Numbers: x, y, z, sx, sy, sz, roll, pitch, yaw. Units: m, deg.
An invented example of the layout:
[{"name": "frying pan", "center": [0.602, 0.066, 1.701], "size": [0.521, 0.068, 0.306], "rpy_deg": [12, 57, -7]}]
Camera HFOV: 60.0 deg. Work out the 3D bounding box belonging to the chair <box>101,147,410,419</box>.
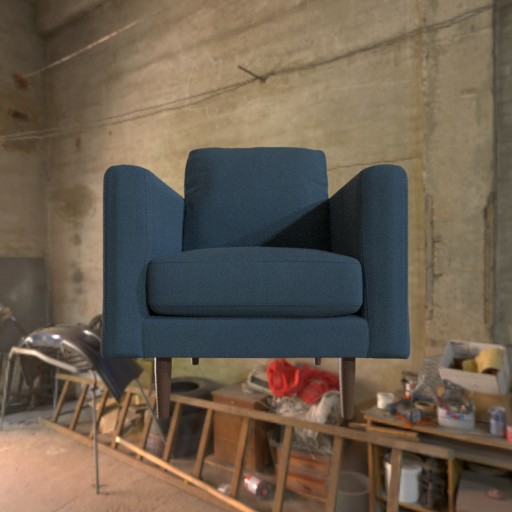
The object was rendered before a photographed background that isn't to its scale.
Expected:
[{"name": "chair", "center": [0.000, 0.000, 1.583], "size": [0.855, 0.922, 0.820], "rpy_deg": [0, -1, 0]}]
